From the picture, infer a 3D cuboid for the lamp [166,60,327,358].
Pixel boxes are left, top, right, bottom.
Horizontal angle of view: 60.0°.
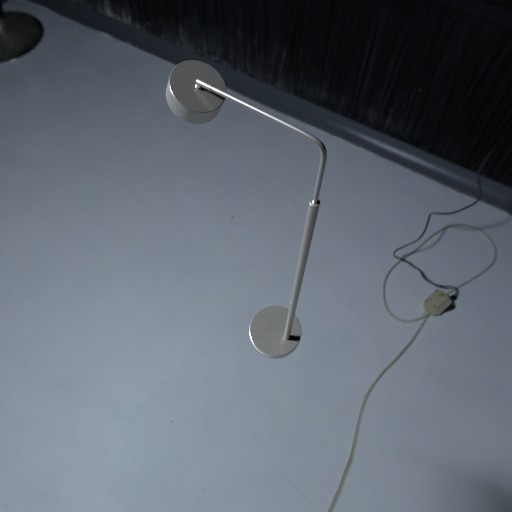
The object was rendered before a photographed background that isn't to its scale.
[{"bbox_3d":[0.000,0.000,1.396,0.421,1.250,0.222,30,67,15],"label":"lamp"}]
